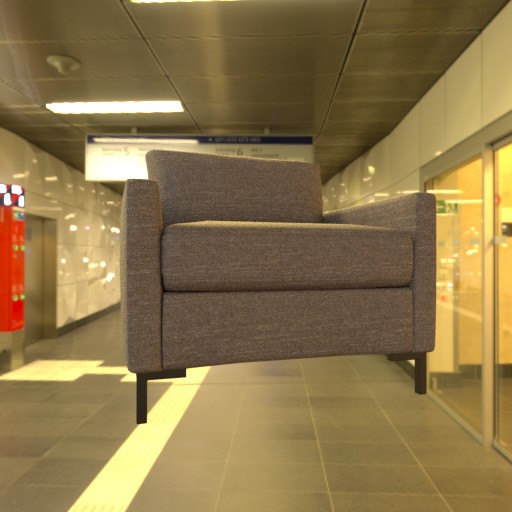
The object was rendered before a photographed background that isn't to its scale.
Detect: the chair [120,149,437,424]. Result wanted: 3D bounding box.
[{"bbox_3d":[0.000,0.000,1.598,0.940,0.841,0.845,0,0,-17],"label":"chair"}]
